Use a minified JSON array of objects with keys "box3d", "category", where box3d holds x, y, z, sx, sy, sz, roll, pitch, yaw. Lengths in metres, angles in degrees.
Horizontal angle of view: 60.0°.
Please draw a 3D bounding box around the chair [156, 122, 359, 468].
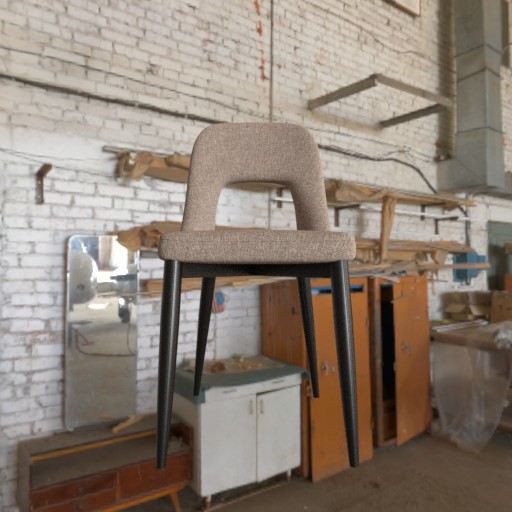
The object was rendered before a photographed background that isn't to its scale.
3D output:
[{"box3d":[0.000,0.000,1.254,0.470,0.931,0.612,0,-1,-1],"category":"chair"}]
